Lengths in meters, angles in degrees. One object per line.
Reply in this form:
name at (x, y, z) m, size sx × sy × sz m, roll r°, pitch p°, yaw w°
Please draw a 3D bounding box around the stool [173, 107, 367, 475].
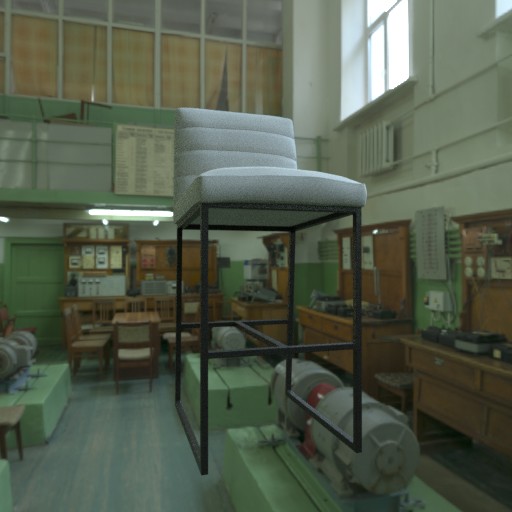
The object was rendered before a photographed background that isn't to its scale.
stool at (0.000, 0.000, 1.387) m, size 0.464 × 1.061 × 0.573 m, roll 0°, pitch -1°, yaw -17°
